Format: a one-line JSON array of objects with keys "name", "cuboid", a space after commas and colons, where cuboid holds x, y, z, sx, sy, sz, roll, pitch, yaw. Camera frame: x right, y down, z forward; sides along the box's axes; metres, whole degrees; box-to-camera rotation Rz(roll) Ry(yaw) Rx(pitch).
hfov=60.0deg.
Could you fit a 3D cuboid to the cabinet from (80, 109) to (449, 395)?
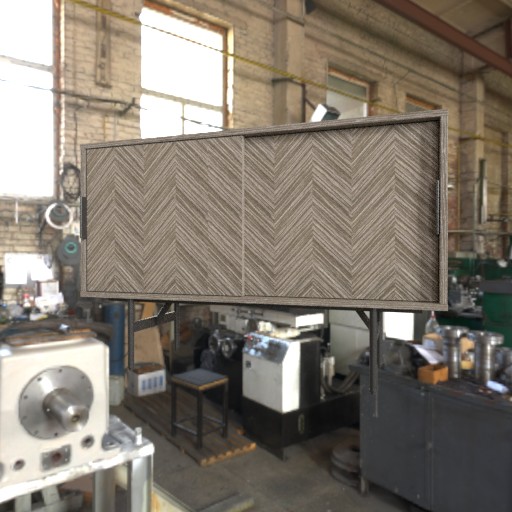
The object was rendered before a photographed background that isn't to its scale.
[{"name": "cabinet", "cuboid": [0.000, 0.000, 1.532, 1.194, 0.787, 0.405, 0, 0, 19]}]
